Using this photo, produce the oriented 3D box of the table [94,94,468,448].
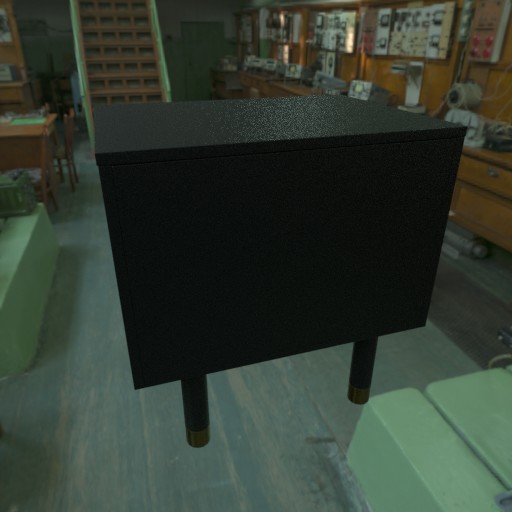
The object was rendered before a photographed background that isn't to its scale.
[{"bbox_3d":[0.000,0.000,0.944,0.564,0.584,0.441,-8,28,-16],"label":"table"}]
